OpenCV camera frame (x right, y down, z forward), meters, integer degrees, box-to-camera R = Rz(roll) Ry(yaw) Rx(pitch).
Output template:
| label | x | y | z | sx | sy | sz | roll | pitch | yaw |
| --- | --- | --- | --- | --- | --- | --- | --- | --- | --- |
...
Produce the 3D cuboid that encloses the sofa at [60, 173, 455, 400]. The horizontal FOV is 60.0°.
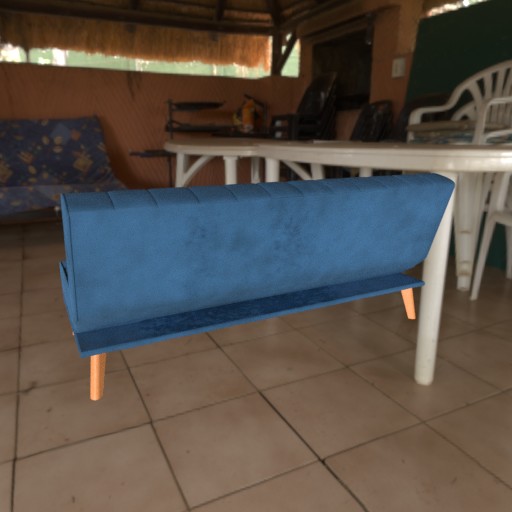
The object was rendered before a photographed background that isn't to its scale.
| label | x | y | z | sx | sy | sz | roll | pitch | yaw |
| --- | --- | --- | --- | --- | --- | --- | --- | --- | --- |
| sofa | 0.000 | 0.000 | 2.269 | 1.804 | 0.813 | 0.855 | -8 | 17 | -26 |
